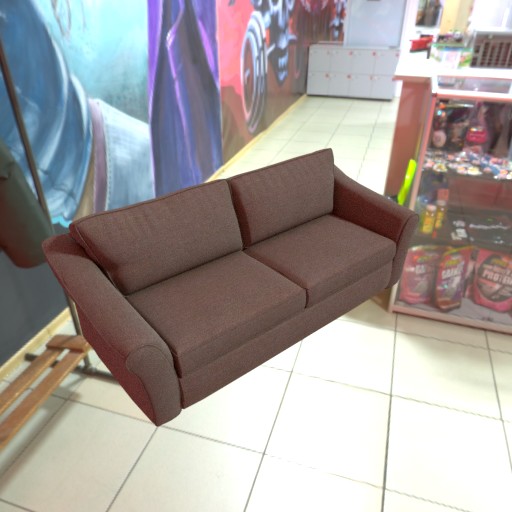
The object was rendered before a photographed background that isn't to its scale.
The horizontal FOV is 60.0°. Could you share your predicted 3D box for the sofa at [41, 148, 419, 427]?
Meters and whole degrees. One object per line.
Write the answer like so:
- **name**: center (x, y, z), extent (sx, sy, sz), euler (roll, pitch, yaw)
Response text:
- **sofa**: center (0.000, 0.000, 2.846), extent (2.270, 0.906, 0.986), euler (-23, 38, -33)
